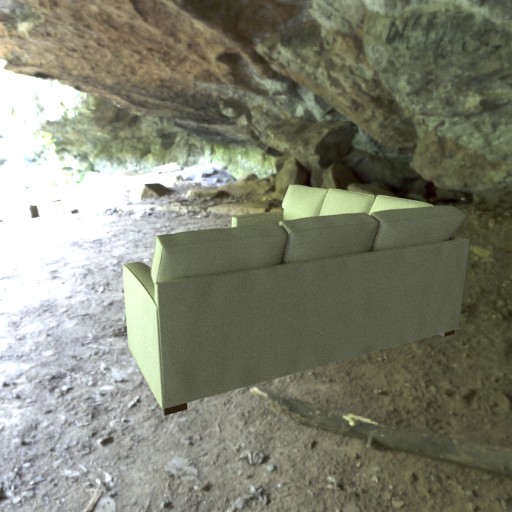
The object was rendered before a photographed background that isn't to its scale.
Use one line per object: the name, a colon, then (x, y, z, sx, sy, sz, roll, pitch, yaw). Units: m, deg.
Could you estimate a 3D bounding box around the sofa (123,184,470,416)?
sofa: (0.000, 0.000, 3.535, 2.189, 0.939, 2.182, -7, 16, -26)
